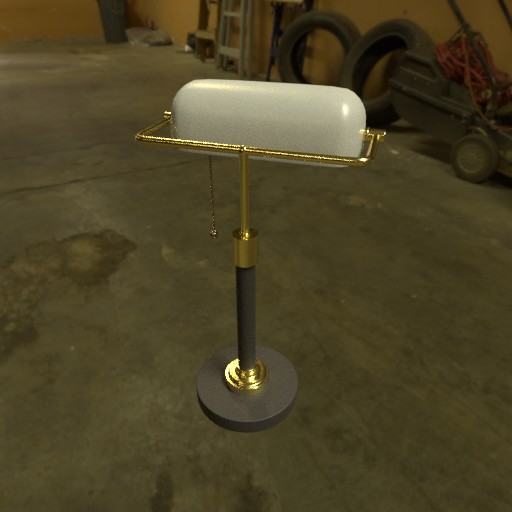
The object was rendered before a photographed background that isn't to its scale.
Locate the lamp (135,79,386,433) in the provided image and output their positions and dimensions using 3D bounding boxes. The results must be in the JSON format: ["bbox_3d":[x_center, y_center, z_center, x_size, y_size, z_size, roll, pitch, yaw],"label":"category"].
[{"bbox_3d":[0.000,0.000,0.566,0.269,0.404,0.227,9,33,15],"label":"lamp"}]
